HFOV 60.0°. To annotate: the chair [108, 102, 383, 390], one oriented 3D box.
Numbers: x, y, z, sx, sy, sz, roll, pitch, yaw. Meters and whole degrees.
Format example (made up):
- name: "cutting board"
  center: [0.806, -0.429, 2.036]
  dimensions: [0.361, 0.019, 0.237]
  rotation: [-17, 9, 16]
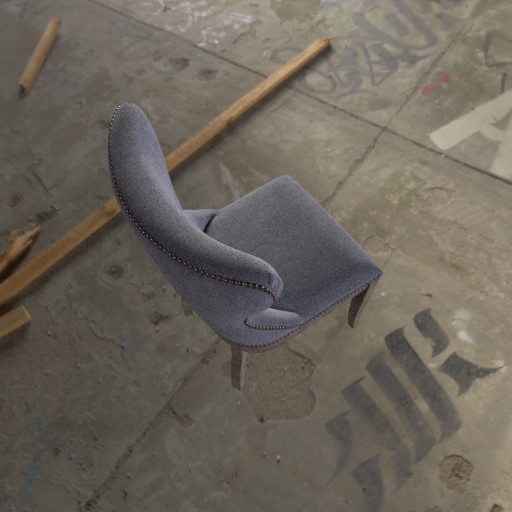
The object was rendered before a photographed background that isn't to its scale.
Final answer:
- name: "chair"
  center: [0.000, 0.000, 1.454]
  dimensions: [0.681, 1.002, 0.654]
  rotation: [-30, 63, -18]
